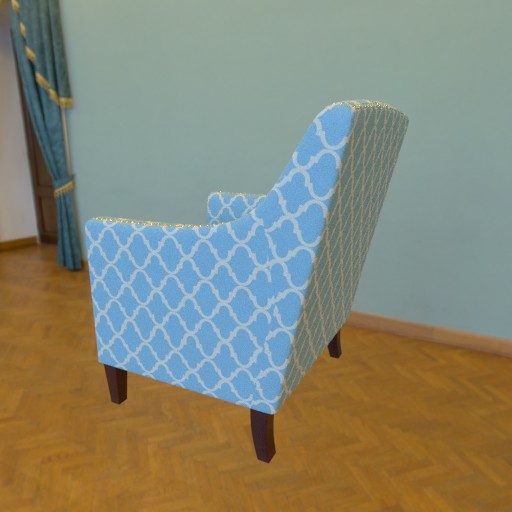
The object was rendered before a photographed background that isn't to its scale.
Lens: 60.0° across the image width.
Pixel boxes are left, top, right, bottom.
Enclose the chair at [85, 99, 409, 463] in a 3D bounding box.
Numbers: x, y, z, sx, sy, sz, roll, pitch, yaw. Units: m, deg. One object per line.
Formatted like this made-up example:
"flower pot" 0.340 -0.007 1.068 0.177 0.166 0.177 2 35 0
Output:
"chair" 0.000 0.000 1.270 0.686 0.817 0.617 8 17 26
